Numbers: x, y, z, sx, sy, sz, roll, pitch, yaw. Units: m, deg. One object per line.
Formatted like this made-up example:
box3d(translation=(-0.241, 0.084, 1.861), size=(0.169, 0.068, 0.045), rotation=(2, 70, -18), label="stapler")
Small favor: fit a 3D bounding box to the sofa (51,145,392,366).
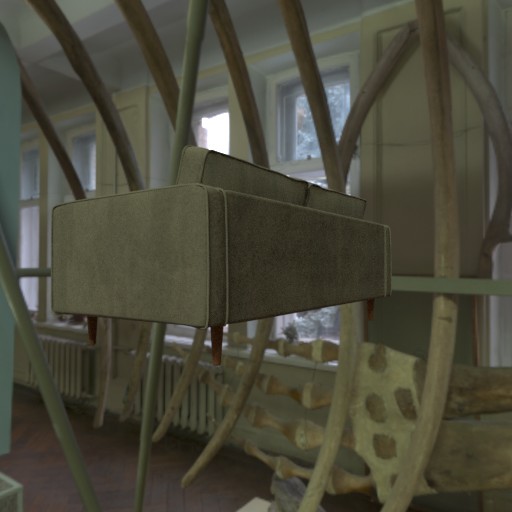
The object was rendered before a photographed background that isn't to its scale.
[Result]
box3d(translation=(0.000, 0.000, 2.469), size=(0.924, 0.825, 1.920), rotation=(-1, -1, 35), label="sofa")
